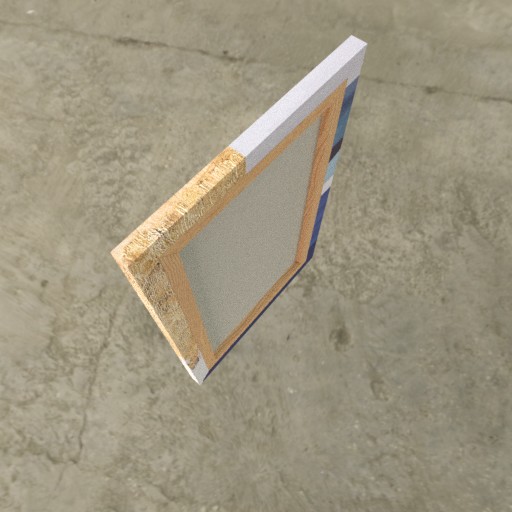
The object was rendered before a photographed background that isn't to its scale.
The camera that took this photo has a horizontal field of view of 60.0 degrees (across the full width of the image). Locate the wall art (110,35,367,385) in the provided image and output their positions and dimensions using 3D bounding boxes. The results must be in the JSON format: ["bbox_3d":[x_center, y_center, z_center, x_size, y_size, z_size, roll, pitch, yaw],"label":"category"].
[{"bbox_3d":[0.000,0.000,1.144,0.039,0.911,0.607,37,69,17],"label":"wall art"}]
